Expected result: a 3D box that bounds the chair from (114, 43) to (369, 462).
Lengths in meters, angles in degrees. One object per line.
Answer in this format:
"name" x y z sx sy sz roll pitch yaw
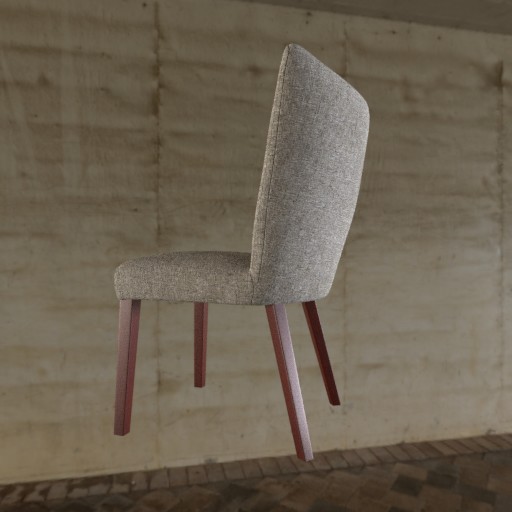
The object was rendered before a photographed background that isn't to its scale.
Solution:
"chair" 0.000 0.000 1.261 0.623 0.924 0.535 0 0 20
